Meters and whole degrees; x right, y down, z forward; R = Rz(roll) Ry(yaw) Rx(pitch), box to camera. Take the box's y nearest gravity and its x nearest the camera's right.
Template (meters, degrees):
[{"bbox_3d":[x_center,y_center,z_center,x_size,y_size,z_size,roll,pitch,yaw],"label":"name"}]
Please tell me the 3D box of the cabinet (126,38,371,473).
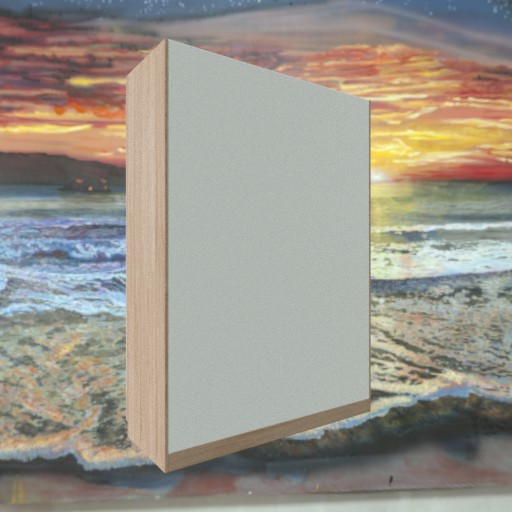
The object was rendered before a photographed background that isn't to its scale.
[{"bbox_3d":[0.000,0.000,2.830,1.500,2.120,0.590,0,0,-35],"label":"cabinet"}]
